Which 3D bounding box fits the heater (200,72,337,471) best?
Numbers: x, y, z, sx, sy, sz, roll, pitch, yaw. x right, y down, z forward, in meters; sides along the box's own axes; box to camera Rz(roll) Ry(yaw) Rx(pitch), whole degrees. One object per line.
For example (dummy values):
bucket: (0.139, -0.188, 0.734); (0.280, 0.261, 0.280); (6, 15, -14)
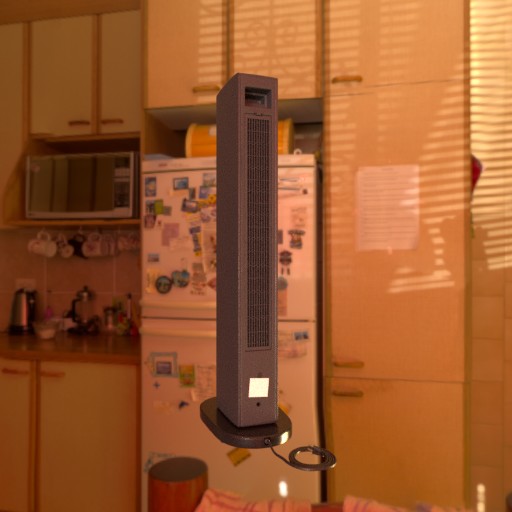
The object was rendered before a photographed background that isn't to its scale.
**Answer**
heater: (0.000, 0.000, 1.062); (0.214, 0.856, 0.458); (0, 0, -19)
